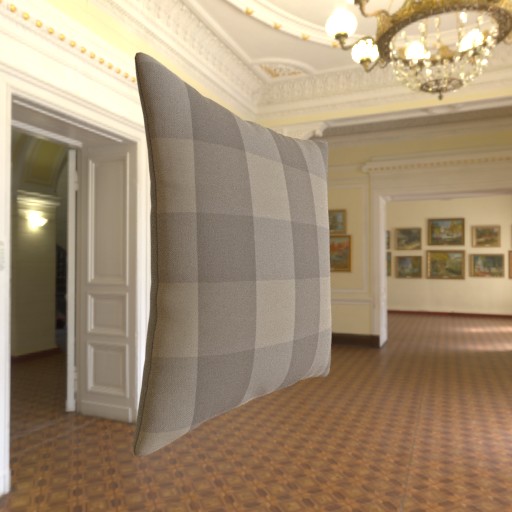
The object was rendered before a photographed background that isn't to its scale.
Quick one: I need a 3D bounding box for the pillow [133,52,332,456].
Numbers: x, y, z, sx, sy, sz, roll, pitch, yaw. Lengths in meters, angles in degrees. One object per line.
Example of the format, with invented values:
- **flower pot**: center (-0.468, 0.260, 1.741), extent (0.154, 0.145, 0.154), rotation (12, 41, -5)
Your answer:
- **pillow**: center (0.000, 0.000, 0.758), extent (0.161, 0.509, 0.511), rotation (-1, -1, 36)
